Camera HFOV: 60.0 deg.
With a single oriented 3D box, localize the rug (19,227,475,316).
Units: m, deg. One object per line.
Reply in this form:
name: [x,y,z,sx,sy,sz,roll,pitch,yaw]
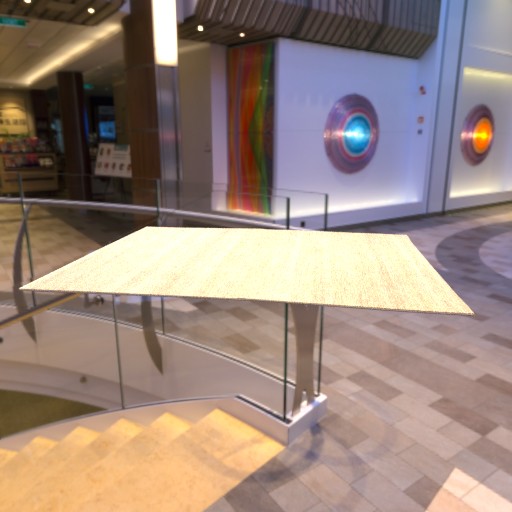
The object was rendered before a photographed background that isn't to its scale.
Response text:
rug: [0.000,0.000,4.271,3.245,0.046,2.467,2,15,9]
